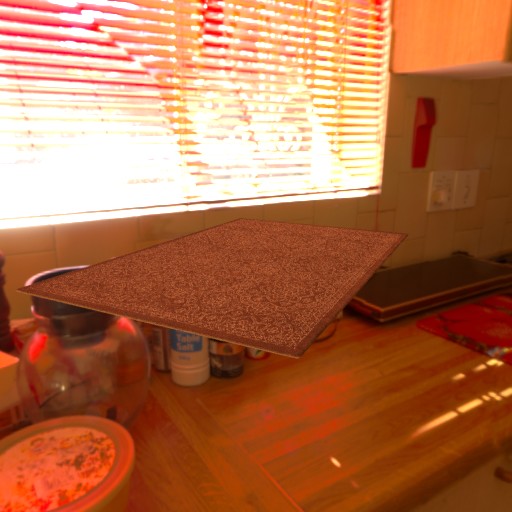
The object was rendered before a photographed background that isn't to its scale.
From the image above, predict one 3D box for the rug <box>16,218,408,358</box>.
[{"bbox_3d":[0.000,0.000,2.280,1.219,0.010,1.829,8,17,26],"label":"rug"}]
